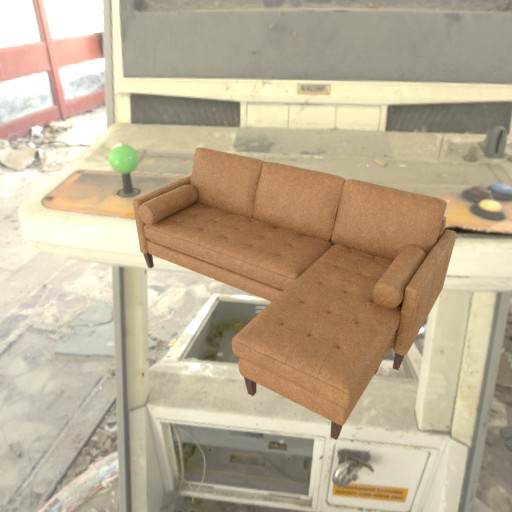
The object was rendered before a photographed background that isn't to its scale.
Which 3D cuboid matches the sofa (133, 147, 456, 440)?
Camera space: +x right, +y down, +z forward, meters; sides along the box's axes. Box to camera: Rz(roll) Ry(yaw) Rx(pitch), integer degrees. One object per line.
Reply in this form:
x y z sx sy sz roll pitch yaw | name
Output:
0.000 0.000 2.968 2.178 0.876 1.506 19 35 29 | sofa
